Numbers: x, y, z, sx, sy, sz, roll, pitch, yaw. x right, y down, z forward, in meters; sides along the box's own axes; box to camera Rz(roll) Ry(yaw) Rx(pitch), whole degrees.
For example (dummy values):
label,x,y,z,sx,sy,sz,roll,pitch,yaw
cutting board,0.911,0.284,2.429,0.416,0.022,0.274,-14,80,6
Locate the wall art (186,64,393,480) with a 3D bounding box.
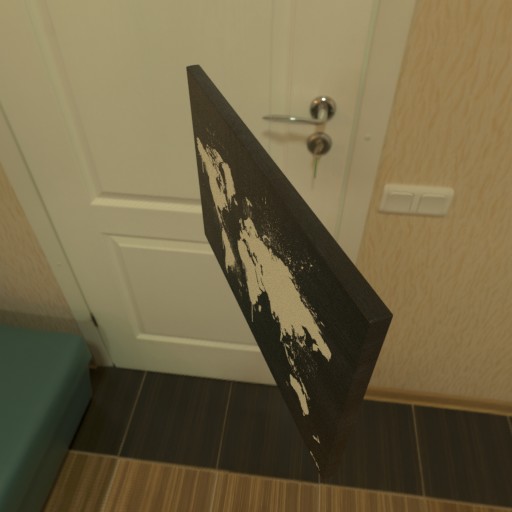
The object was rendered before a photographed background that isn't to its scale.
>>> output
label,x,y,z,sx,sy,sz,roll,pitch,yaw
wall art,0.000,0.000,1.112,0.038,0.612,0.912,-16,47,-15
